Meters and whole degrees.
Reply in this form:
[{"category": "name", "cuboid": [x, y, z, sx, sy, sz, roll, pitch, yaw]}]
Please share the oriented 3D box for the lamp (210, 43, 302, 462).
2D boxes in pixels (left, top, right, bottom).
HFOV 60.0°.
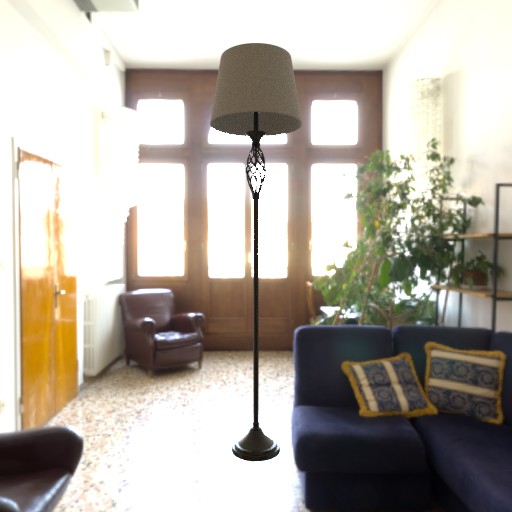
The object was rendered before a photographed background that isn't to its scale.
[{"category": "lamp", "cuboid": [0.000, 0.000, 1.839, 0.379, 1.623, 0.379, 0, 1, 0]}]
